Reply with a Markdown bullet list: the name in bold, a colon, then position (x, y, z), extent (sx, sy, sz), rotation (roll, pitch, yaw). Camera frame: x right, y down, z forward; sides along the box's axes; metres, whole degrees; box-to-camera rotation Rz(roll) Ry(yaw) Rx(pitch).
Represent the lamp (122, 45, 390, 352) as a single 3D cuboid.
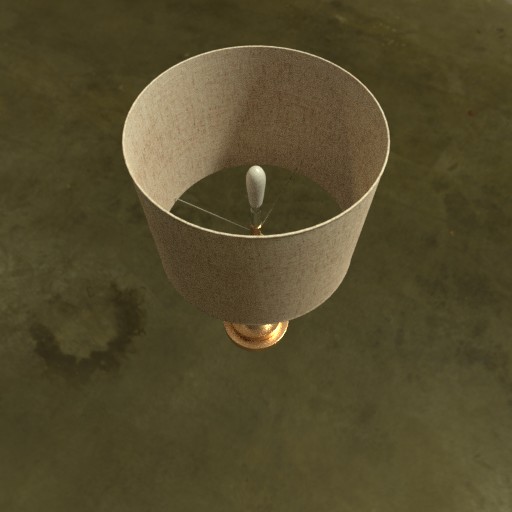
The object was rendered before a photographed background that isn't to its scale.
- **lamp**: position (0.000, 0.000, 0.799), extent (0.321, 0.610, 0.321), rotation (-14, 60, -8)
